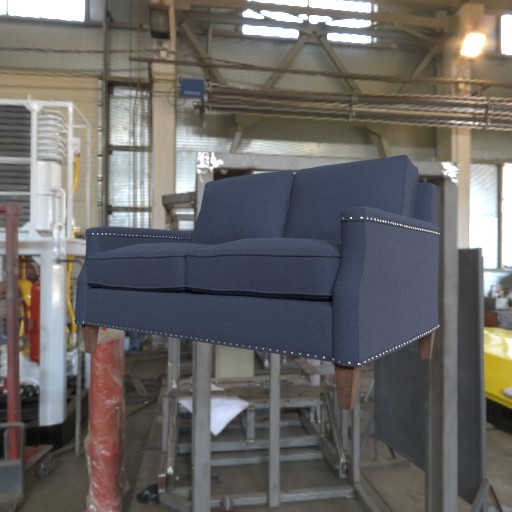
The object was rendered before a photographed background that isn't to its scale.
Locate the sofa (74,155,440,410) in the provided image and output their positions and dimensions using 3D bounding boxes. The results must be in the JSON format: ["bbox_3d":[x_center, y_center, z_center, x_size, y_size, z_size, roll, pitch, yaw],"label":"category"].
[{"bbox_3d":[0.000,0.000,2.260,1.597,1.003,1.084,0,-1,37],"label":"sofa"}]
